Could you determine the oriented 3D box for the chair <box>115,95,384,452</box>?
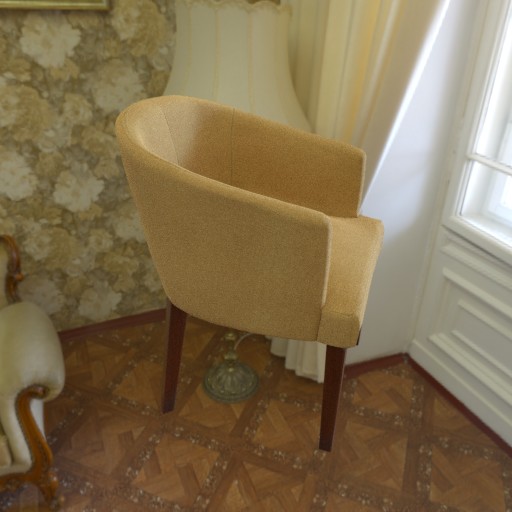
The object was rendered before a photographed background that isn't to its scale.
[{"bbox_3d":[0.000,0.000,1.248,0.655,0.811,0.583,10,30,17],"label":"chair"}]
